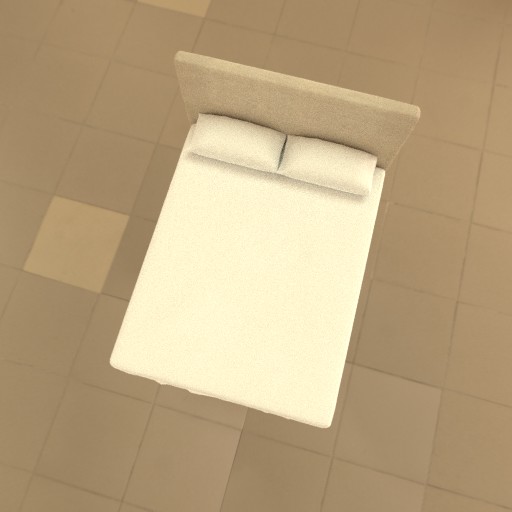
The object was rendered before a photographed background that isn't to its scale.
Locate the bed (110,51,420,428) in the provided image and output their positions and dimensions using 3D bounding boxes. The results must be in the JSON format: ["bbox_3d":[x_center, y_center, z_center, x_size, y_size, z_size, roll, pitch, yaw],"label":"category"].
[{"bbox_3d":[0.000,0.000,3.243,1.713,1.330,2.162,15,76,4],"label":"bed"}]
